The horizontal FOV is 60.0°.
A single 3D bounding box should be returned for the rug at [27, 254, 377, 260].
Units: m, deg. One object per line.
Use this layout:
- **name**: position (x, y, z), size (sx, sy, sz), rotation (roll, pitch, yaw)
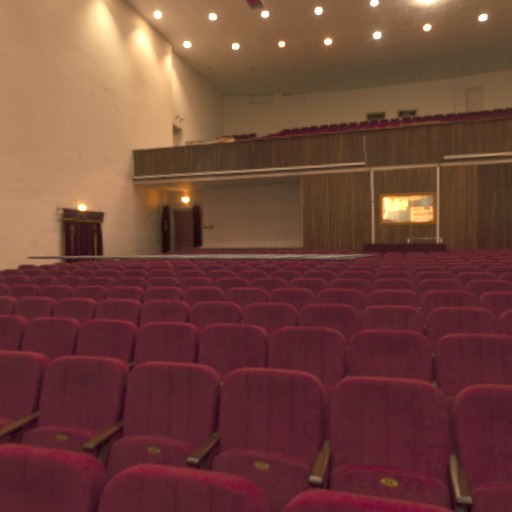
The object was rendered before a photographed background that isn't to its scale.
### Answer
- **rug**: position (0.000, 0.000, 3.089), size (1.554, 0.011, 2.476), rotation (0, 1, 17)
